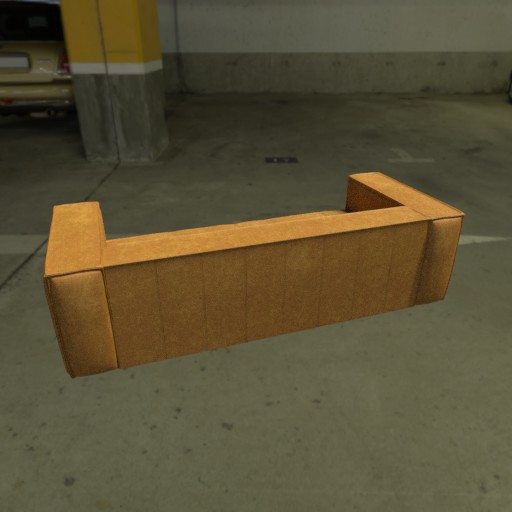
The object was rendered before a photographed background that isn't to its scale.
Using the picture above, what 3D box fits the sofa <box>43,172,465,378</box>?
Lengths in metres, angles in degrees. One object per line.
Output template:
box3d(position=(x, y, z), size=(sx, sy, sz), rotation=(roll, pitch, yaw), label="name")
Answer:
box3d(position=(0.000, 0.000, 3.084), size=(2.581, 0.701, 1.102), rotation=(-9, 28, -17), label="sofa")
